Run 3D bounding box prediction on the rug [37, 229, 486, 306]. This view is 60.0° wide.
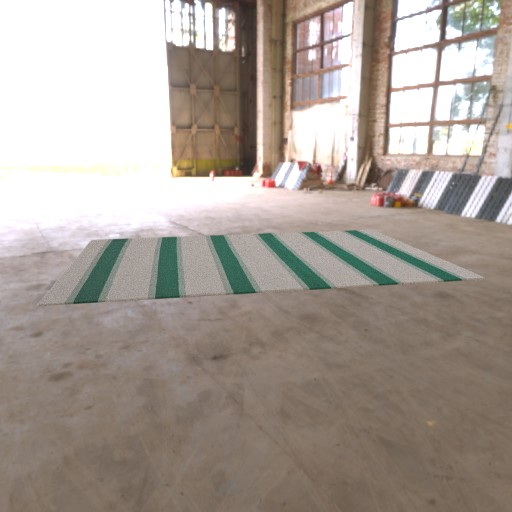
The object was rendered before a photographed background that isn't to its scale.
[{"bbox_3d":[0.000,0.000,3.078,2.436,0.015,1.521,-3,14,-10],"label":"rug"}]
